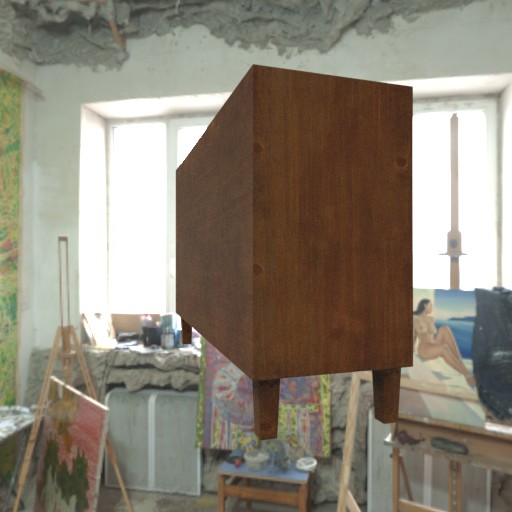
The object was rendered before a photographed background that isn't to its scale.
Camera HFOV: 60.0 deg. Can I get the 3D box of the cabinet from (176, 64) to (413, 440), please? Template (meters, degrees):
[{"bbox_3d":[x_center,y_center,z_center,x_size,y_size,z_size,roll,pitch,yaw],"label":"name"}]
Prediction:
[{"bbox_3d":[0.000,0.000,1.567,0.403,0.805,1.204,0,0,-18],"label":"cabinet"}]
